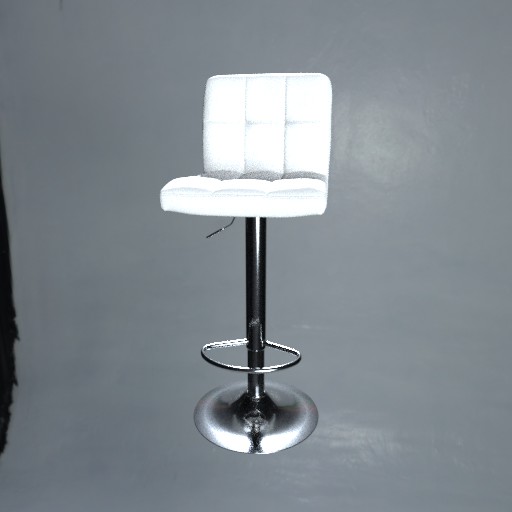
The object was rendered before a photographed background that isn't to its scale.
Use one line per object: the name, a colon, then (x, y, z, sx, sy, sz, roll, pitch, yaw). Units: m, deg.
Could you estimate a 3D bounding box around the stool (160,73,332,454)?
stool: (0.000, 0.000, 1.379, 0.430, 1.115, 0.505, 2, 15, 9)
